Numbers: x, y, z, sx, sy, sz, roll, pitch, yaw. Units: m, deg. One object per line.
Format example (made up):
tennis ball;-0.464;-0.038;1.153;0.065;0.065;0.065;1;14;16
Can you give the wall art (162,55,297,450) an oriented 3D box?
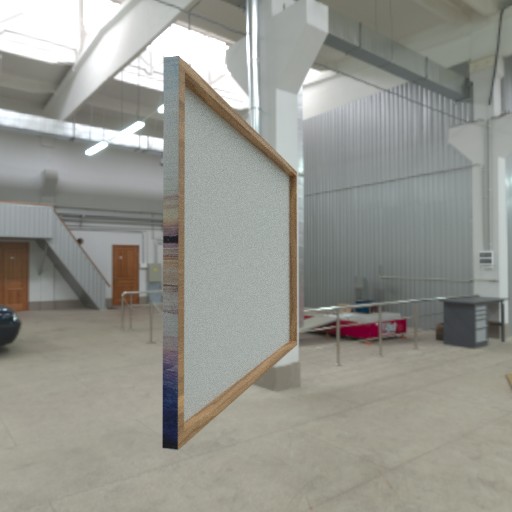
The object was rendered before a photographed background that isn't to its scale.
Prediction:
wall art;0.000;0.000;0.741;0.018;0.402;0.604;0;-1;17
